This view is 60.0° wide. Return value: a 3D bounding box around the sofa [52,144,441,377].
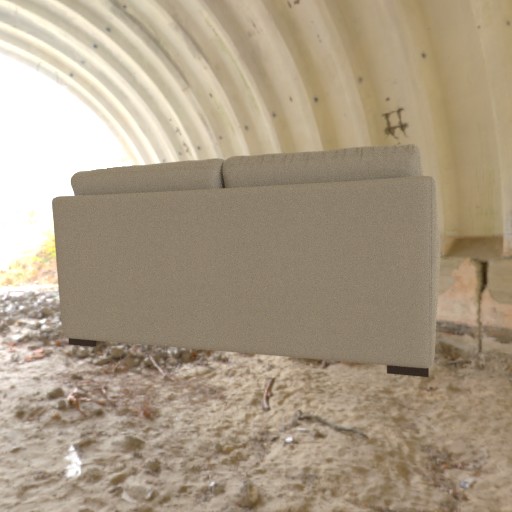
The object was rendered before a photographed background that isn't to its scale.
[{"bbox_3d":[0.000,0.000,2.461,1.880,0.940,1.143,0,1,20],"label":"sofa"}]
